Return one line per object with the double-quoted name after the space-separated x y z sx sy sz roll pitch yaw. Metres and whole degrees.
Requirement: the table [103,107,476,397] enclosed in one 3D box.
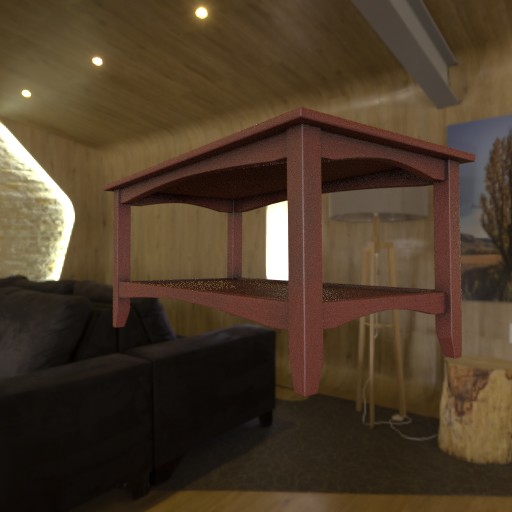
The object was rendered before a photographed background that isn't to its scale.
0.000 0.000 1.215 0.533 0.456 0.943 0 0 -37 "table"
